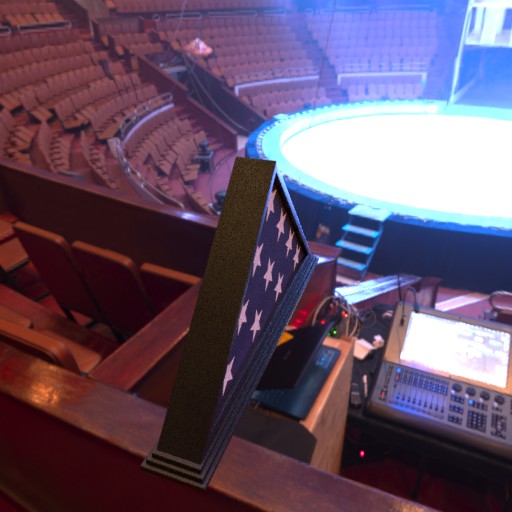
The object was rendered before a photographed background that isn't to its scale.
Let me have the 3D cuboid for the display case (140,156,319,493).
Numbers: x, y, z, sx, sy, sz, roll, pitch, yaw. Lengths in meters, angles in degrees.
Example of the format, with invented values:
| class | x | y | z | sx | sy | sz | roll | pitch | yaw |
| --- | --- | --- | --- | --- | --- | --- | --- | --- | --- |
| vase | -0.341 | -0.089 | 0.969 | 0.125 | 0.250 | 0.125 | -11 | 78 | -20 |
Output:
| class | x | y | z | sx | sy | sz | roll | pitch | yaw |
| --- | --- | --- | --- | --- | --- | --- | --- | --- | --- |
| display case | 0.000 | 0.000 | 0.759 | 0.095 | 0.340 | 0.640 | 10 | 31 | 18 |
